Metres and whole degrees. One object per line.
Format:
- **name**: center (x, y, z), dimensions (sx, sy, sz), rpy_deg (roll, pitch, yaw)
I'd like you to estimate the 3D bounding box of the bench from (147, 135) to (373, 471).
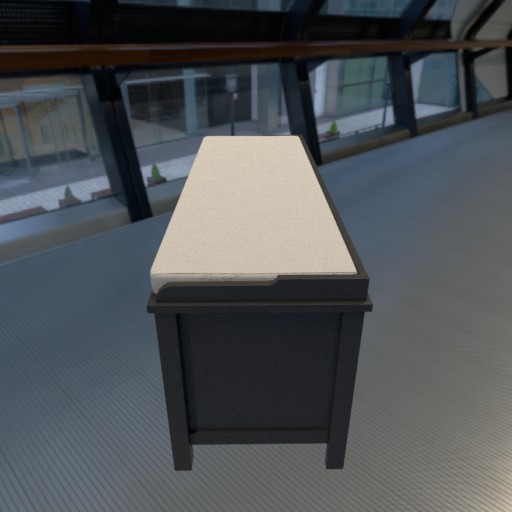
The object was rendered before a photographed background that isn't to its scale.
- **bench**: center (0.000, 0.000, 1.376), dimensions (0.398, 0.501, 1.140), rpy_deg (0, 28, -1)
